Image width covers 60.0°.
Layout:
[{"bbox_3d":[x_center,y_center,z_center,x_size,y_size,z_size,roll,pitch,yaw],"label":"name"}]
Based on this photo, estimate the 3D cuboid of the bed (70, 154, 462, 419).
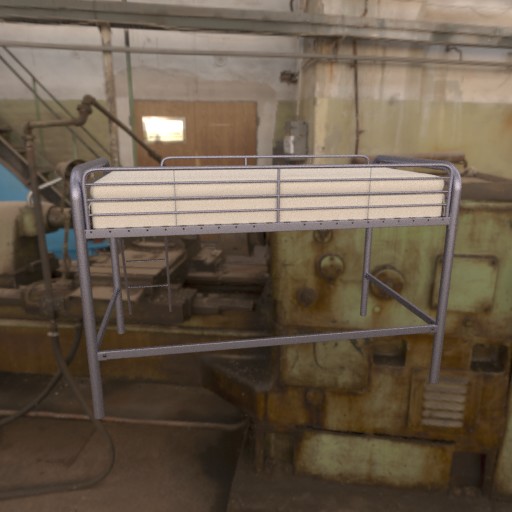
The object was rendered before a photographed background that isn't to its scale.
[{"bbox_3d":[0.000,0.000,2.967,1.965,1.288,1.415,-3,16,-10],"label":"bed"}]
